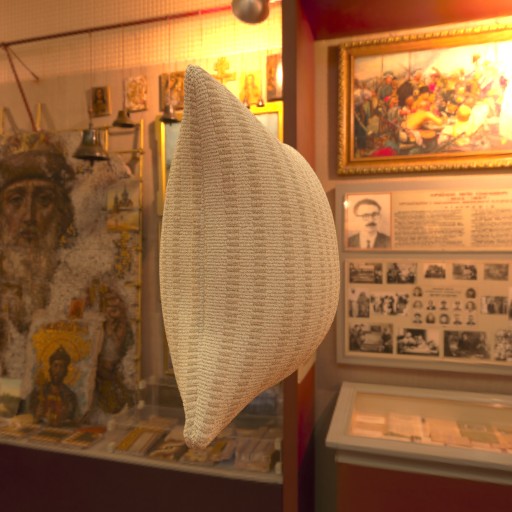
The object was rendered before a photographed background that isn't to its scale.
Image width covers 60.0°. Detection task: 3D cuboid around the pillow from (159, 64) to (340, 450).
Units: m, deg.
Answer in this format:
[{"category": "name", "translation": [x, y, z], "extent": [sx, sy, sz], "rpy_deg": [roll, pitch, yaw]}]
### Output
[{"category": "pillow", "translation": [0.000, 0.000, 0.678], "extent": [0.247, 0.419, 0.438], "rpy_deg": [0, 0, 19]}]
